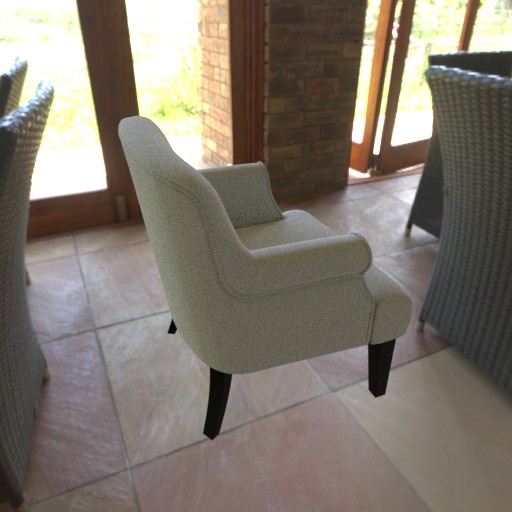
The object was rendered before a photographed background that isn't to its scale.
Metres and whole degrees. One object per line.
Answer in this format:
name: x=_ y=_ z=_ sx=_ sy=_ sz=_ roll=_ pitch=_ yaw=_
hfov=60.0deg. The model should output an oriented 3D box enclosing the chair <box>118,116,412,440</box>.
chair: x=0.000 y=0.000 z=1.468 sx=0.750 sy=0.875 sz=0.781 roll=-11 pitch=31 yaw=-19
